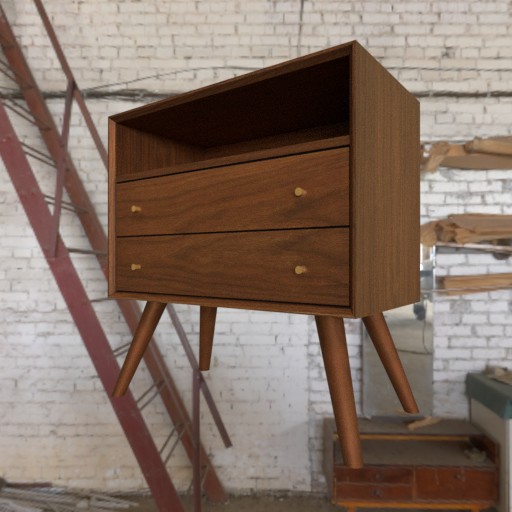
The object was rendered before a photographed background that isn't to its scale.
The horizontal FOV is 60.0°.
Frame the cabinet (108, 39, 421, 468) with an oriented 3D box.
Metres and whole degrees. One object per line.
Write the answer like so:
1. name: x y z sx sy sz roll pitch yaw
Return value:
1. cabinet: 0.000 0.000 1.130 0.712 0.748 0.388 0 0 36
